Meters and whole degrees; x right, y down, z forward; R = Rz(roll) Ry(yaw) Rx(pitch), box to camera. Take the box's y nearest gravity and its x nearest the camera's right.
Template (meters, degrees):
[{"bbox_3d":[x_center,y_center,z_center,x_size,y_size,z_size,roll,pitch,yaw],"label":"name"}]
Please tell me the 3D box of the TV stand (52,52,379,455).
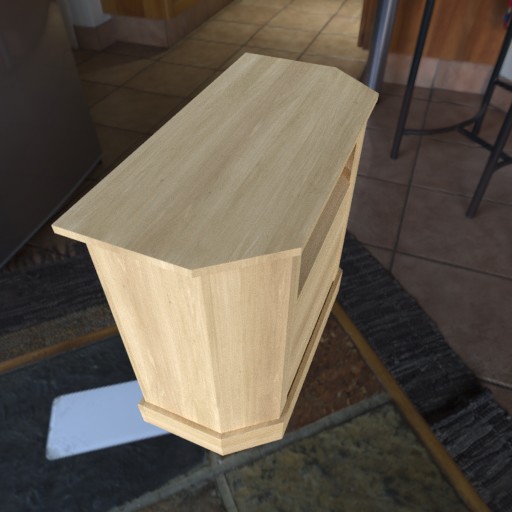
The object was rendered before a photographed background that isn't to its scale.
[{"bbox_3d":[0.000,0.000,1.277,0.425,0.781,0.851,17,48,16],"label":"TV stand"}]
